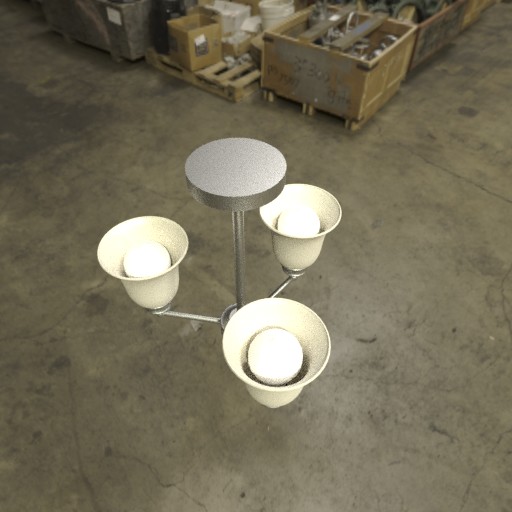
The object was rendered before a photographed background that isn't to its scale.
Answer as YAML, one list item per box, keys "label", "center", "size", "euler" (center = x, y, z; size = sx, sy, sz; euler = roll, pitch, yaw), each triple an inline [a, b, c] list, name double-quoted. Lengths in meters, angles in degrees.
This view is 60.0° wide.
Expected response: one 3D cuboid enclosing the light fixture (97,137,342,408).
- label: "light fixture"
  center: [0.000, 0.000, 0.678]
  size: [0.388, 0.370, 0.354]
  euler: [32, 54, 27]
